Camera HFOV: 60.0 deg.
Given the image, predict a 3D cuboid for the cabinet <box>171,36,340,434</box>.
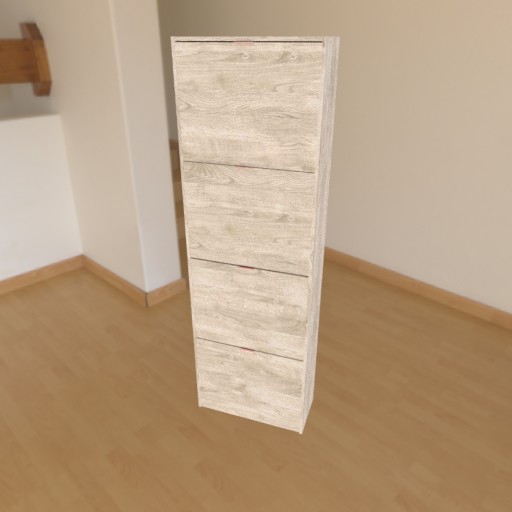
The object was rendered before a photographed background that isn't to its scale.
[{"bbox_3d":[0.000,0.000,1.837,0.520,1.630,0.250,9,27,17],"label":"cabinet"}]
